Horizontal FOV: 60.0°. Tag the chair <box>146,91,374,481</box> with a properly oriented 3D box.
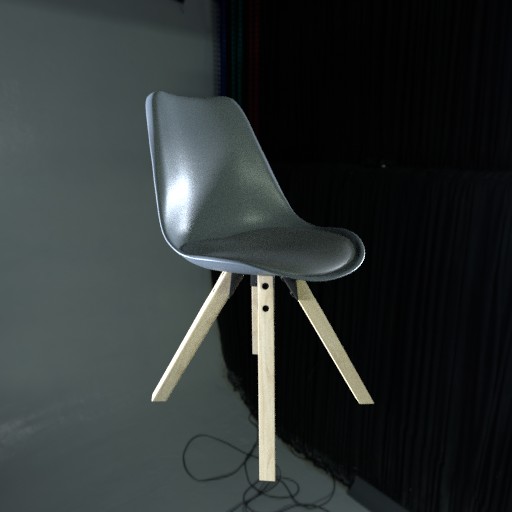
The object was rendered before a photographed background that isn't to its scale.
[{"bbox_3d":[0.000,0.000,1.183,0.550,0.850,0.485,14,20,43],"label":"chair"}]
